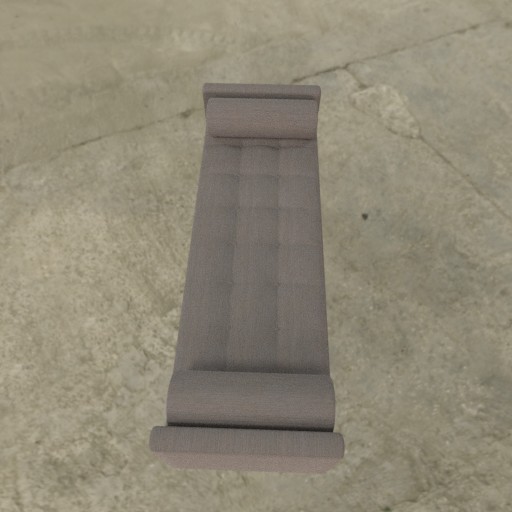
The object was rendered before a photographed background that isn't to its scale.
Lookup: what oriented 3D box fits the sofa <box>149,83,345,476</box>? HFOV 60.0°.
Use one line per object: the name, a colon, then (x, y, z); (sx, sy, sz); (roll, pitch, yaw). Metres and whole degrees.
sofa: (0.000, 0.000, 2.297); (0.686, 0.635, 1.981); (2, 58, 1)
